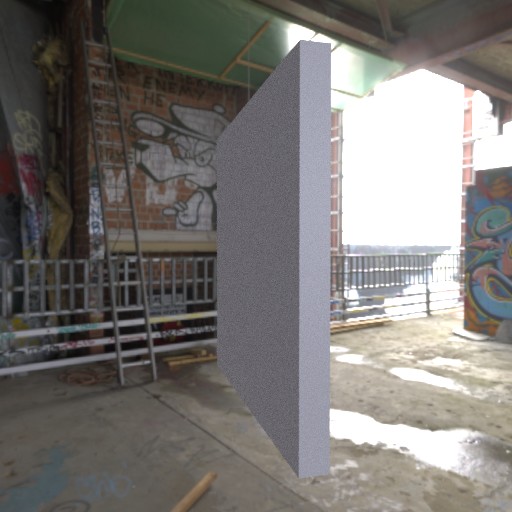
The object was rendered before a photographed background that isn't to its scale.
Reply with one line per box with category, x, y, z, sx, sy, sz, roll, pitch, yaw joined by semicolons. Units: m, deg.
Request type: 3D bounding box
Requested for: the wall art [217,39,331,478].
wall art;0.000;0.000;0.532;0.027;0.355;0.355;0;2;-16
